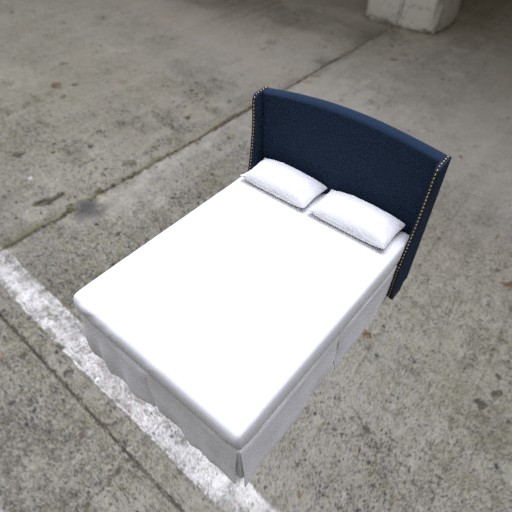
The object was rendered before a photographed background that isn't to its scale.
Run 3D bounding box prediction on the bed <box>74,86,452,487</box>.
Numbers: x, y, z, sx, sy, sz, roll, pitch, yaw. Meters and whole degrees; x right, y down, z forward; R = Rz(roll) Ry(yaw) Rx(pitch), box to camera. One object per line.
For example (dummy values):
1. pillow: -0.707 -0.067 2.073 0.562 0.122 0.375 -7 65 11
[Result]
1. bed: 0.000 0.000 3.165 1.604 1.402 2.223 31 54 26
